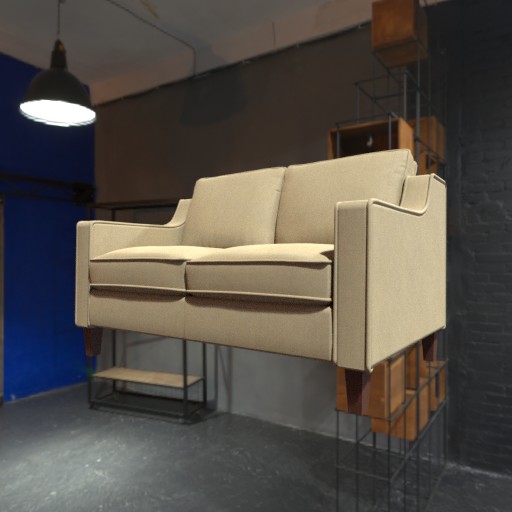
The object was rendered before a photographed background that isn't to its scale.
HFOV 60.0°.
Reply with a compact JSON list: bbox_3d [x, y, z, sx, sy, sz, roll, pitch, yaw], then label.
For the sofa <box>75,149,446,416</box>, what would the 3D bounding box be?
[{"bbox_3d":[0.000,0.000,2.112,1.501,0.971,0.987,0,0,36],"label":"sofa"}]
